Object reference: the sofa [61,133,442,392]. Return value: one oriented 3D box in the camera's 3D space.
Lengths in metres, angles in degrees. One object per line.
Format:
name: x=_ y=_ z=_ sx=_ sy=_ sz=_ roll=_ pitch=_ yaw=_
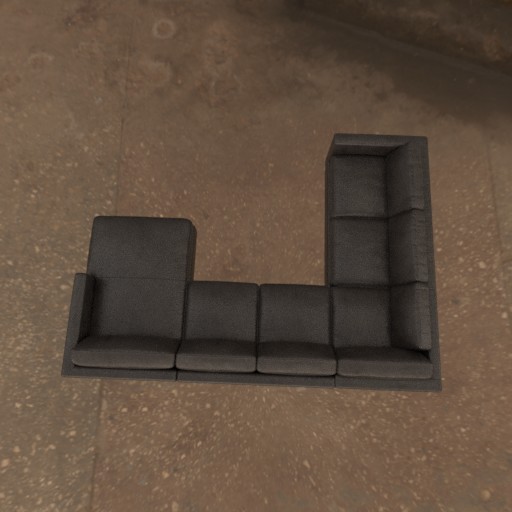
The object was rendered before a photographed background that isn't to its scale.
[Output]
sofa: x=0.000 y=0.000 z=4.418 sx=3.324 sy=0.891 sz=2.452 roll=2 pitch=76 yaw=1
